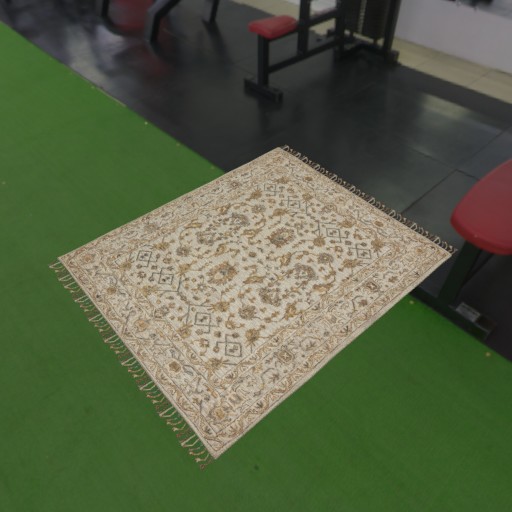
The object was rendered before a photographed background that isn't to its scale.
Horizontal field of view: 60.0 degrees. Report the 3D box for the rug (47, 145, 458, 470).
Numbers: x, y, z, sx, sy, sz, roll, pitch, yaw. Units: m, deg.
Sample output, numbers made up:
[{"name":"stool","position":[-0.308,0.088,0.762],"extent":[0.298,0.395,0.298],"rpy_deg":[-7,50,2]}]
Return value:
[{"name":"rug","position":[0.000,0.000,4.178],"extent":[3.061,0.034,2.426],"rpy_deg":[-32,55,-27]}]
